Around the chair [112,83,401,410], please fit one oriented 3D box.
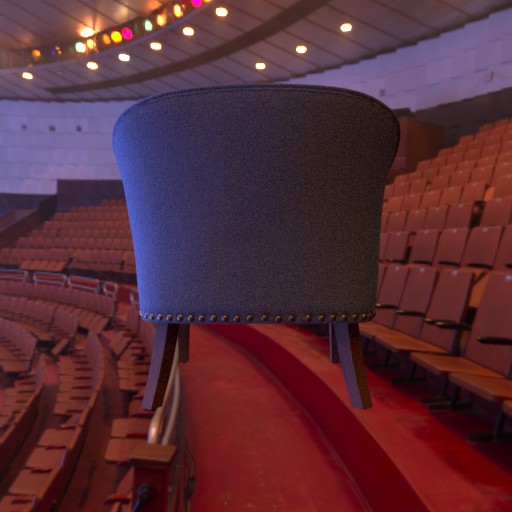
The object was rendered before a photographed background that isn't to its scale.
[{"bbox_3d":[0.000,0.000,1.388,0.798,0.815,0.704,0,0,1],"label":"chair"}]
